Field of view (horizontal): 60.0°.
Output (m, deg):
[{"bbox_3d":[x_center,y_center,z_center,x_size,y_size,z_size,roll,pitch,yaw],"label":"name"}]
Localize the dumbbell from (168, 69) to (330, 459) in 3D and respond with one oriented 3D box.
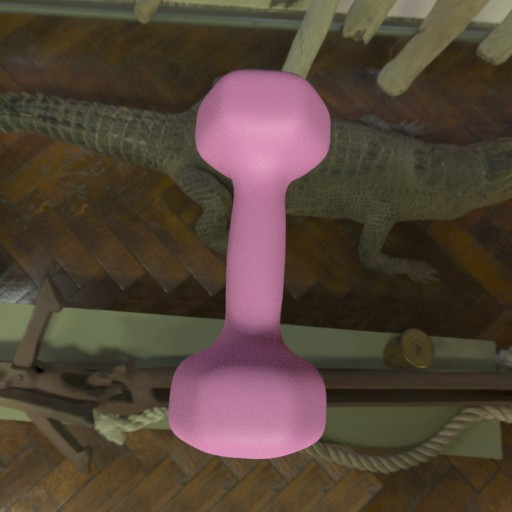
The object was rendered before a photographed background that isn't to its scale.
[{"bbox_3d":[0.000,0.000,0.192,0.064,0.058,0.159,4,76,1],"label":"dumbbell"}]
